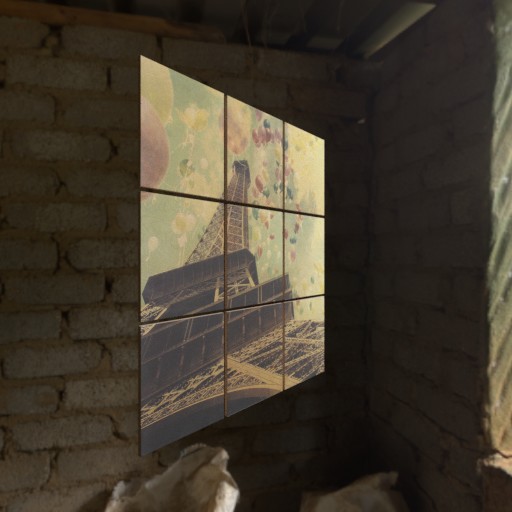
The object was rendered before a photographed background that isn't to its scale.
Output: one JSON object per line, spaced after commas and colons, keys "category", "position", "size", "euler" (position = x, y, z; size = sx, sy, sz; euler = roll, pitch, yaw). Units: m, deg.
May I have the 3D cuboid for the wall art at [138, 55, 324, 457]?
{"category": "wall art", "position": [0.000, 0.000, 1.842], "size": [0.013, 1.218, 1.219], "euler": [0, 0, 36]}
